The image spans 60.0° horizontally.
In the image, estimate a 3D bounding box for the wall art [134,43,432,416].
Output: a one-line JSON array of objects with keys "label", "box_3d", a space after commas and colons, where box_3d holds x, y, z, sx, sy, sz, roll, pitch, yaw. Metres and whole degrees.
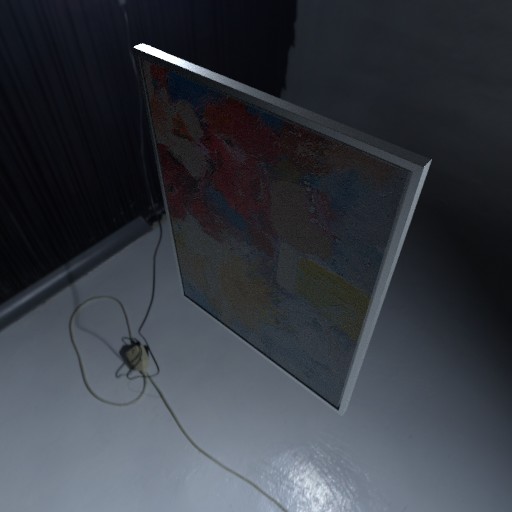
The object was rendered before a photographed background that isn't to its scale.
[{"label": "wall art", "box_3d": [0.000, 0.000, 1.361, 0.816, 1.046, 0.030, 32, 54, 27]}]
